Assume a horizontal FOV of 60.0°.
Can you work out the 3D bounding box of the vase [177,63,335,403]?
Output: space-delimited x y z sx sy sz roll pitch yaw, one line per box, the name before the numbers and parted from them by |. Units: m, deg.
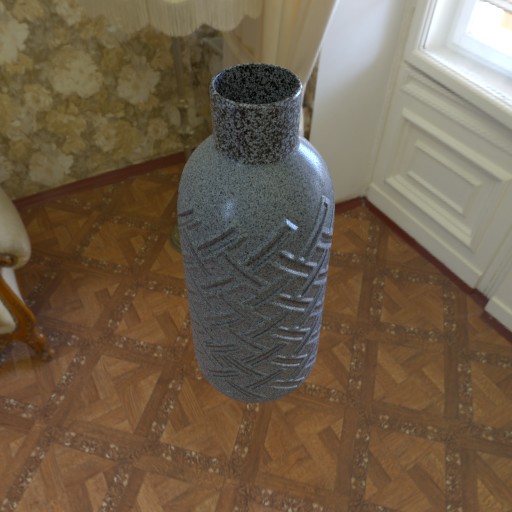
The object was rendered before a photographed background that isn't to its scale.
vase | 0.000 0.000 0.348 0.122 0.282 0.122 0 48 0
